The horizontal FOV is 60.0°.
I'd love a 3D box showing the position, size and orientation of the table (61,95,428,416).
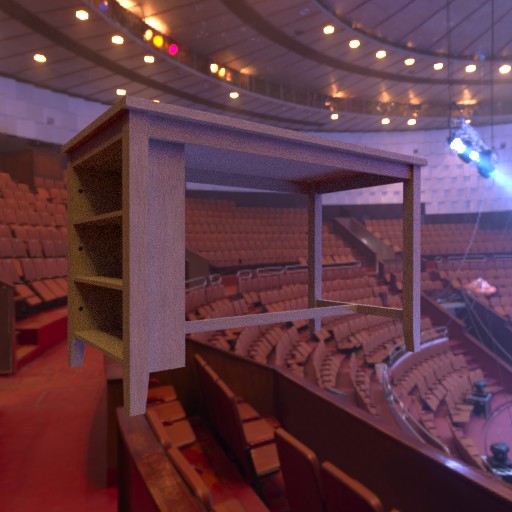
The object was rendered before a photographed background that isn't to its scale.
[{"bbox_3d":[0.000,0.000,1.896,1.397,0.874,0.729,0,1,-36],"label":"table"}]
